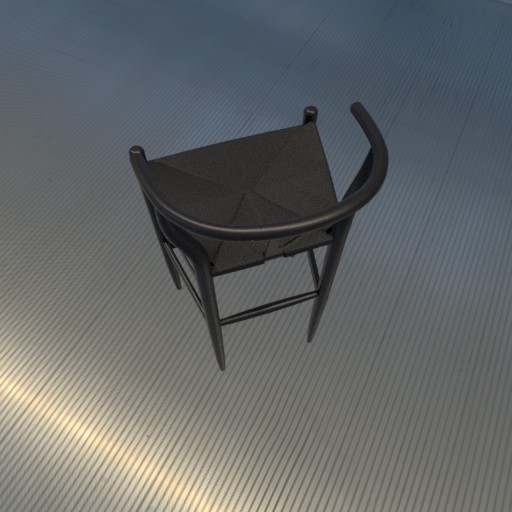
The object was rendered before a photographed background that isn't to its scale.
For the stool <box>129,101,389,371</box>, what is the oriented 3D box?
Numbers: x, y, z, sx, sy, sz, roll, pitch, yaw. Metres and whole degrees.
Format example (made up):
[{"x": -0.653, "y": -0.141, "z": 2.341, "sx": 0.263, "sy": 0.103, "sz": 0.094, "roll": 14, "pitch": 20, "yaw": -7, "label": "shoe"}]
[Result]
[{"x": 0.000, "y": 0.000, "z": 1.382, "sx": 0.569, "sy": 1.072, "sz": 0.579, "roll": -16, "pitch": 59, "yaw": -10, "label": "stool"}]
